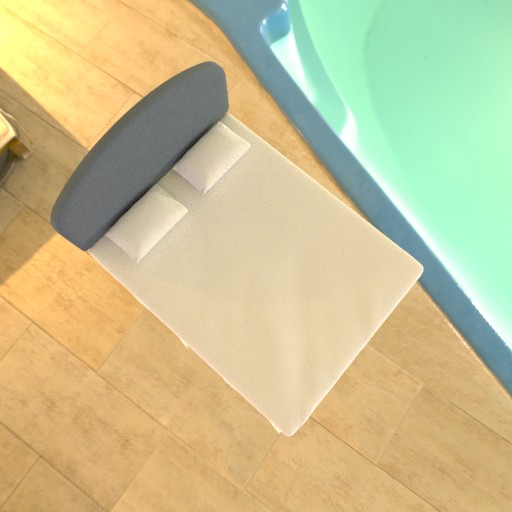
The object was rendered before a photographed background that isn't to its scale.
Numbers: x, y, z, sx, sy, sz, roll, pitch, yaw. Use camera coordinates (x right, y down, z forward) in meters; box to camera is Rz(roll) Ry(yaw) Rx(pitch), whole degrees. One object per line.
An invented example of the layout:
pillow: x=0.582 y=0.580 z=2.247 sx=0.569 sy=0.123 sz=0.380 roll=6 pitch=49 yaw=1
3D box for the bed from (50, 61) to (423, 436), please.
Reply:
bed: x=0.000 y=0.000 z=3.037 sx=2.005 sy=1.410 sz=1.607 roll=40 pitch=79 yaw=10
